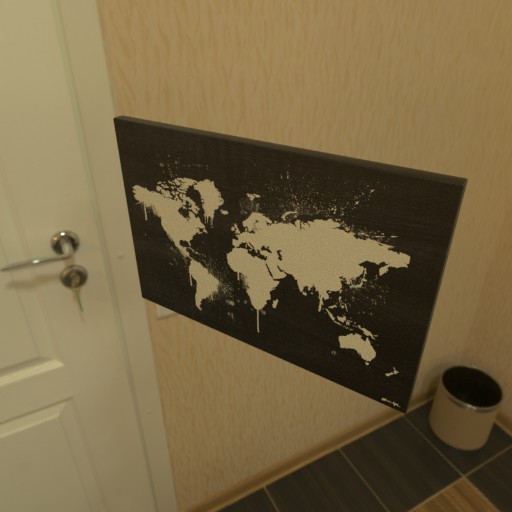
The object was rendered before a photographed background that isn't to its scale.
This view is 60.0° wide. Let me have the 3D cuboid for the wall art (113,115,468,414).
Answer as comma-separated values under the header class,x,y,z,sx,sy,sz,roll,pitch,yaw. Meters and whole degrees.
class,x,y,z,sx,sy,sz,roll,pitch,yaw
wall art,0.000,0.000,1.176,0.912,0.612,0.038,18,35,28
